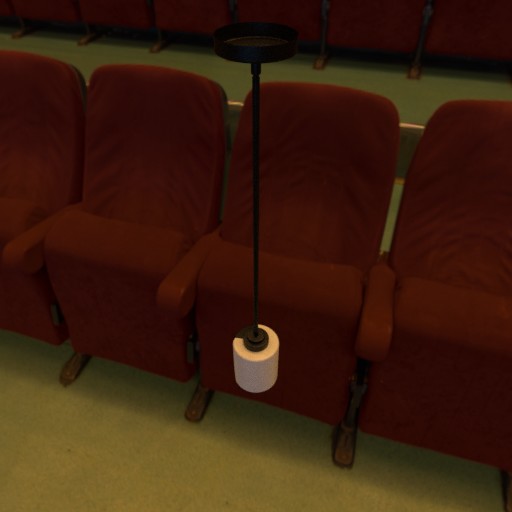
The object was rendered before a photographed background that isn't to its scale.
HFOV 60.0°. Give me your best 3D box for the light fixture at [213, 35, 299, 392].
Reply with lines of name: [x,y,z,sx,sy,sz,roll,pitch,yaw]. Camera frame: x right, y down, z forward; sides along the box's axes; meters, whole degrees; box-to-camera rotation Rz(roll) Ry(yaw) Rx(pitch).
light fixture: [0.000,0.000,0.929,0.123,0.863,0.123,11,43,13]
